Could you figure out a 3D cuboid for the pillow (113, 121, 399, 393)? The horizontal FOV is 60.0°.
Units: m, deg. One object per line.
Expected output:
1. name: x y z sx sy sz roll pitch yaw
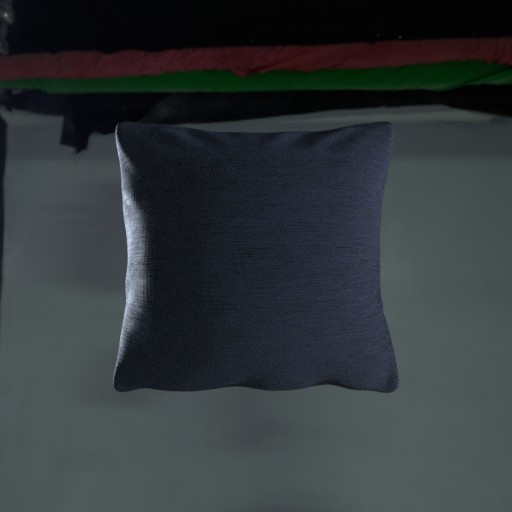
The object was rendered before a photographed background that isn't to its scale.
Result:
1. pillow: 0.000 0.000 0.677 0.432 0.414 0.246 0 -2 0
